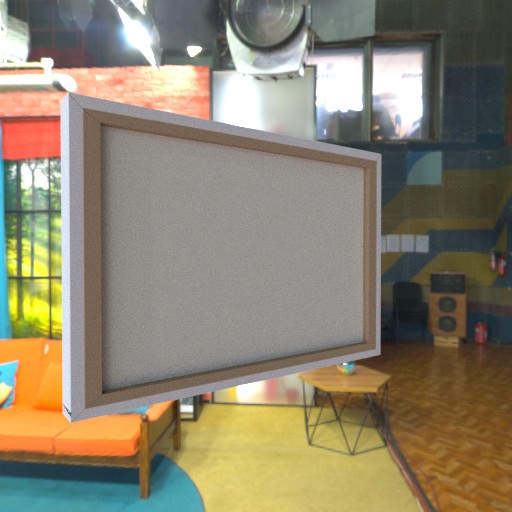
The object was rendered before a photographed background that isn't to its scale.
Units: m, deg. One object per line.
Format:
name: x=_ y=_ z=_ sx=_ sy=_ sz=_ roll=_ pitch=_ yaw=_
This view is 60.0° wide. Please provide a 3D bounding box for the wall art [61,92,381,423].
wall art: x=0.000 y=0.000 z=0.750 sx=0.608 sy=0.414 sz=0.042 roll=-1 pitch=1 yaw=-36
